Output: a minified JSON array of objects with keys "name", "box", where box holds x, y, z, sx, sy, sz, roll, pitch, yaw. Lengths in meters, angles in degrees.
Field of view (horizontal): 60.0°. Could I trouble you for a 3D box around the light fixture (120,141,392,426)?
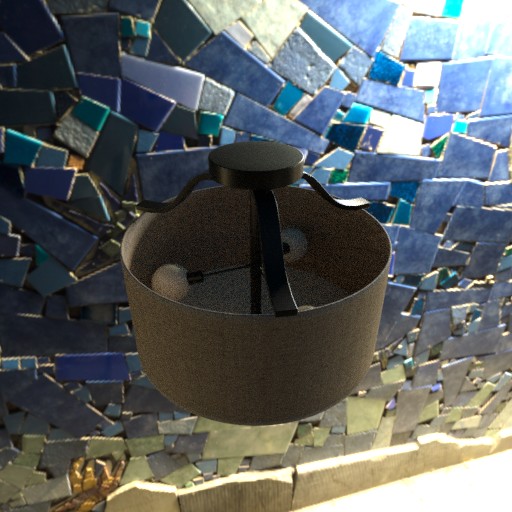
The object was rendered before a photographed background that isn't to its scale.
[{"name":"light fixture","box":[0.000,0.000,0.658,0.390,0.306,0.390,0,31,0]}]
